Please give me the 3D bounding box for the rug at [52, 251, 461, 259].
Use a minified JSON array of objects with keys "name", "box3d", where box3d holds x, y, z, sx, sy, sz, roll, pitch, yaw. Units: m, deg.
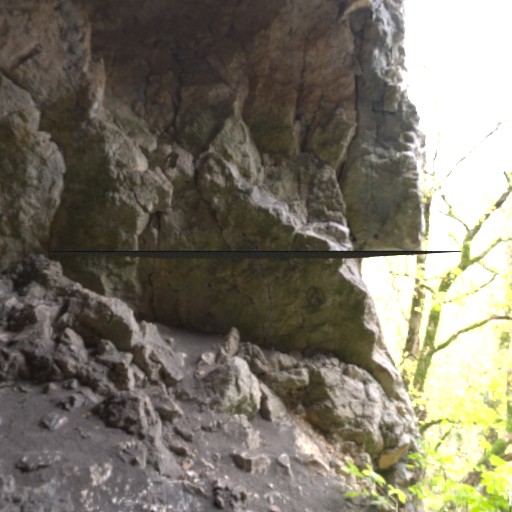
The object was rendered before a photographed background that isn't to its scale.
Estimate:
[{"name":"rug","box3d":[0.000,0.000,4.142,2.438,0.010,3.048,0,-1,0]}]
